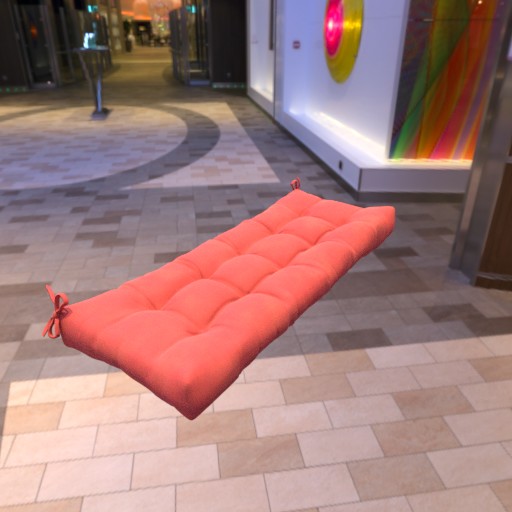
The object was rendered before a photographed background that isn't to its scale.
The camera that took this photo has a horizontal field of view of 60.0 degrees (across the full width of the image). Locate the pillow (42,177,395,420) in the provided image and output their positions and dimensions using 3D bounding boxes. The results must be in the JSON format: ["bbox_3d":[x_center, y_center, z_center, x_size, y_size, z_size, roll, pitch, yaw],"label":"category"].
[{"bbox_3d":[0.000,0.000,1.367,0.511,0.174,1.194,18,32,31],"label":"pillow"}]
